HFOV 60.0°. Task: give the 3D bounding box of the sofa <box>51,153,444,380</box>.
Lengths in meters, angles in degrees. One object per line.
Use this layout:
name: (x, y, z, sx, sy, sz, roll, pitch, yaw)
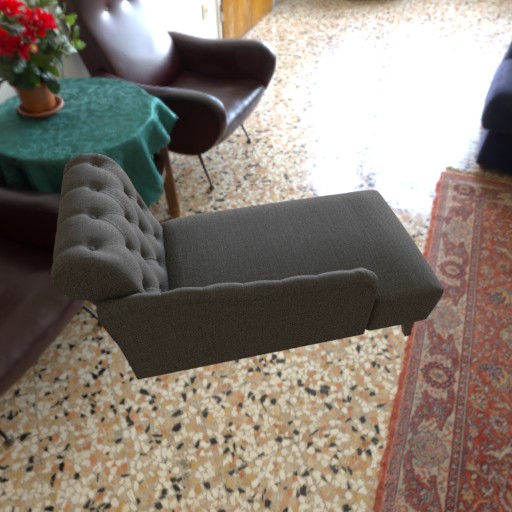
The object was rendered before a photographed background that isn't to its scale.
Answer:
sofa: (0.000, 0.000, 1.833, 1.379, 0.787, 0.675, -9, 47, -9)
